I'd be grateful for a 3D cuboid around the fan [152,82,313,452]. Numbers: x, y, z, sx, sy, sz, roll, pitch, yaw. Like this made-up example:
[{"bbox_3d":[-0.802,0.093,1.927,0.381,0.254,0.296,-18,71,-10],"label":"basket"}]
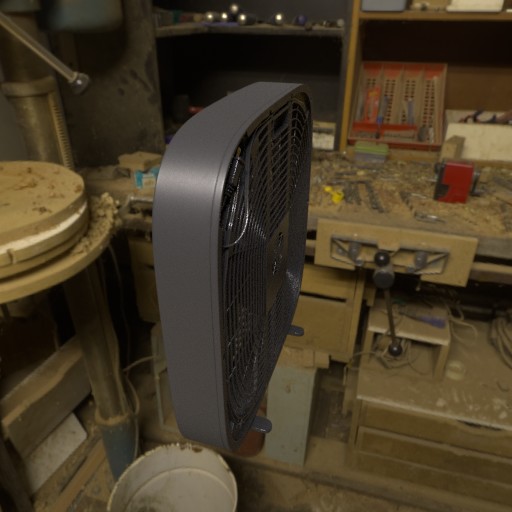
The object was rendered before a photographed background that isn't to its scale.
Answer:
[{"bbox_3d":[0.000,0.000,0.771,0.142,0.533,0.526,9,31,15],"label":"fan"}]
